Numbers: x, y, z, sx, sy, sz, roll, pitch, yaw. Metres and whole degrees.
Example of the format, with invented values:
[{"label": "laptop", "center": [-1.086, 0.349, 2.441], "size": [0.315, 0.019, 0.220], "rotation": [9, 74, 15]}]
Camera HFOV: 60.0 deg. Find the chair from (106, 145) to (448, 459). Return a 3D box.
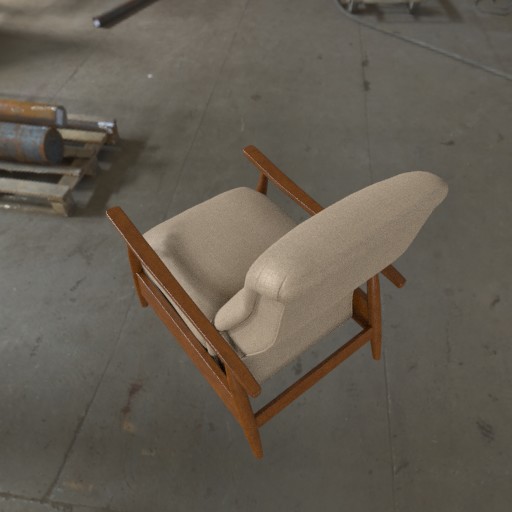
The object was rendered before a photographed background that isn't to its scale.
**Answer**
[{"label": "chair", "center": [0.000, 0.000, 1.757], "size": [0.762, 1.082, 1.032], "rotation": [-30, 55, -24]}]
